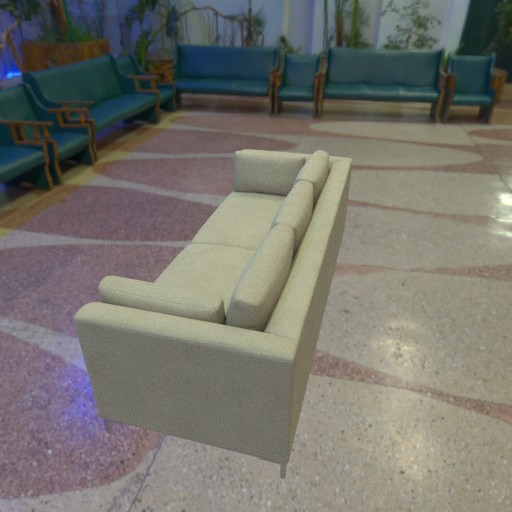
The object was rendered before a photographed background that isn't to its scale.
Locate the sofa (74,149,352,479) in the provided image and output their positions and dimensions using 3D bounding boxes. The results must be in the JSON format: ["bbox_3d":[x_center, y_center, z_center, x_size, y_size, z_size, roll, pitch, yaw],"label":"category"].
[{"bbox_3d":[0.000,0.000,2.906,0.969,0.867,2.415,8,32,13],"label":"sofa"}]
